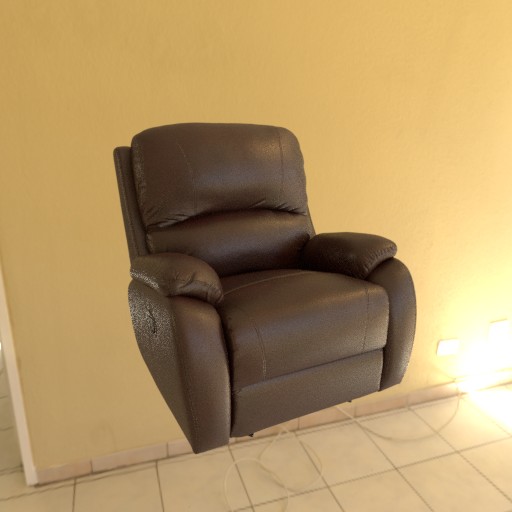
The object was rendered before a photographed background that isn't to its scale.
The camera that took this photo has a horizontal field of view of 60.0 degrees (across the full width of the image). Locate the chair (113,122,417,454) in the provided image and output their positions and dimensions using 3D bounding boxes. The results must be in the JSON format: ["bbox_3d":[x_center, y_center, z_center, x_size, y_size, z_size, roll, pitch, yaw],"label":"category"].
[{"bbox_3d":[0.000,0.000,1.741,0.930,1.011,0.899,-8,18,-27],"label":"chair"}]
